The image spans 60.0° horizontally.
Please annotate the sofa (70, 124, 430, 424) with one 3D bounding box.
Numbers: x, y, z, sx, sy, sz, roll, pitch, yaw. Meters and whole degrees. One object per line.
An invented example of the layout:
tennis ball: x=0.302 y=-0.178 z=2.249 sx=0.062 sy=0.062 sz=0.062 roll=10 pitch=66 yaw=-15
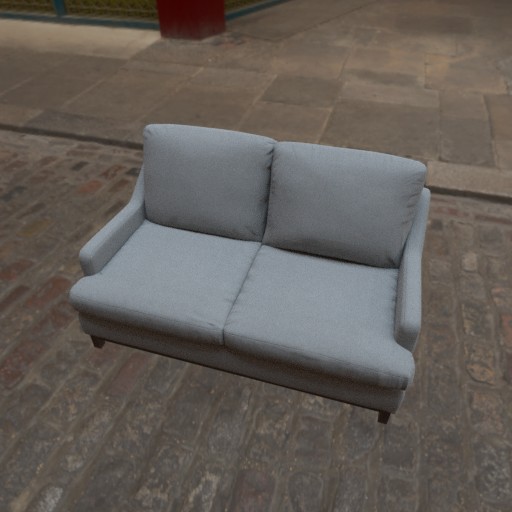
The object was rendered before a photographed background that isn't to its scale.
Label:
sofa: x=0.000 y=0.000 z=2.214 sx=1.589 sy=0.921 sz=0.987 roll=11 pitch=42 yaw=13
